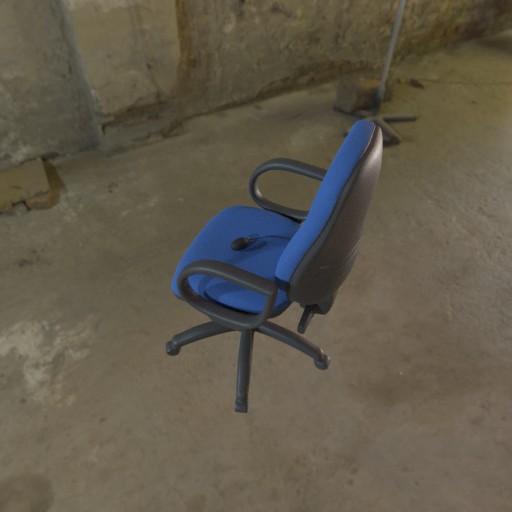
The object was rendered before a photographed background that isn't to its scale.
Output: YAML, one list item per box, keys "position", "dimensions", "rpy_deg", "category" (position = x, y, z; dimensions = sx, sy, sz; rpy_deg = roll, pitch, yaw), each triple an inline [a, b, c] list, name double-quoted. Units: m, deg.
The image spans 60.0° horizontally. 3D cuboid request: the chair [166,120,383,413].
- position: [0.000, 0.000, 1.255]
  dimensions: [0.549, 0.905, 0.552]
  rpy_deg: [19, 51, 16]
  category: "chair"
